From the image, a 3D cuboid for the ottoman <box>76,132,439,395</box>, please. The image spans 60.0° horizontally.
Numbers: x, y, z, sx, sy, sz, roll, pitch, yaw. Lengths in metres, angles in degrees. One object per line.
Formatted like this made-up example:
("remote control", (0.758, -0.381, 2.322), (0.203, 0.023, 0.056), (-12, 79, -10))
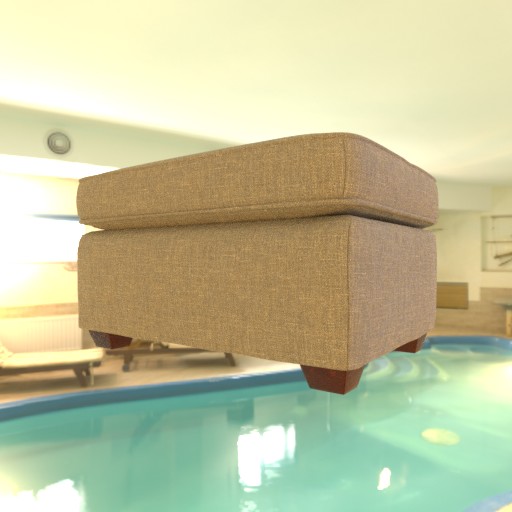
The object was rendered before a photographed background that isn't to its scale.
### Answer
("ottoman", (0.000, 0.000, 1.100), (0.762, 0.457, 0.559), (0, 0, 36))
